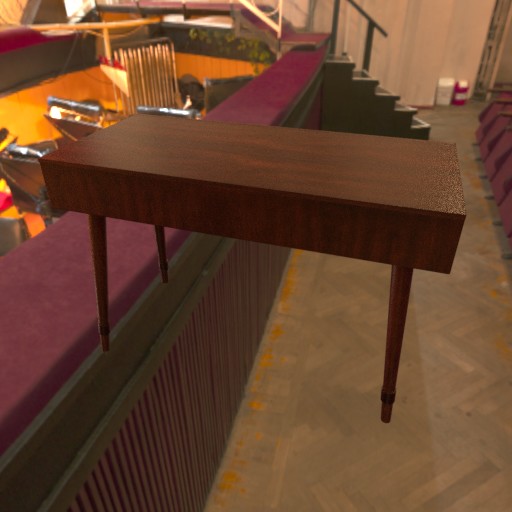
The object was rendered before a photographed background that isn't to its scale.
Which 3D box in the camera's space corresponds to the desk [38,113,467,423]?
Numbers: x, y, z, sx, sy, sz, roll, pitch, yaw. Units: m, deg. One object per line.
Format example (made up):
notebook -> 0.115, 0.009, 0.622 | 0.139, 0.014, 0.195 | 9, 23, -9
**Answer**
desk -> 0.000, 0.000, 2.106 | 1.577, 1.031, 0.734 | 10, 33, 16
